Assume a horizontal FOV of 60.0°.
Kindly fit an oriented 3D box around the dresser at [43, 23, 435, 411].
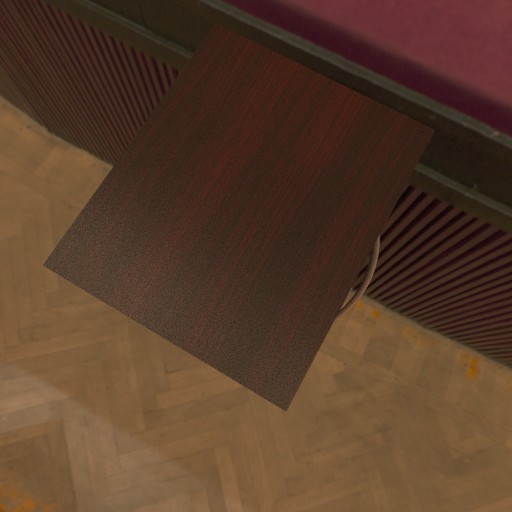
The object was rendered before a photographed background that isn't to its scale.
[{"bbox_3d":[0.000,0.000,0.823,0.360,0.560,0.400,29,77,7],"label":"dresser"}]
